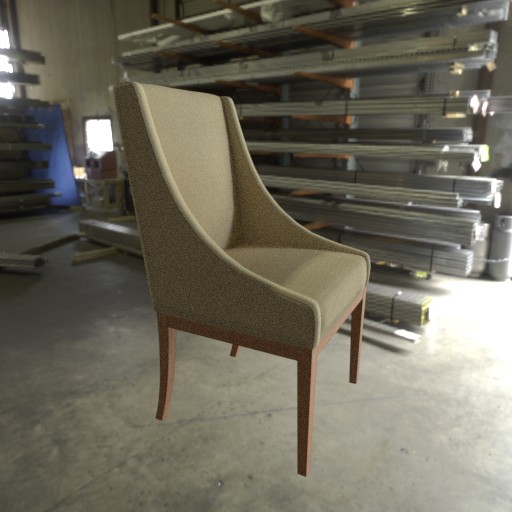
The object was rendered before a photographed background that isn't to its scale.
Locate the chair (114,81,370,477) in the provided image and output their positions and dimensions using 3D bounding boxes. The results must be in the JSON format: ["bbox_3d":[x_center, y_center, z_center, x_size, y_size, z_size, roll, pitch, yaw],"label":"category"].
[{"bbox_3d":[0.000,0.000,1.412,0.611,1.021,0.575,7,17,26],"label":"chair"}]
